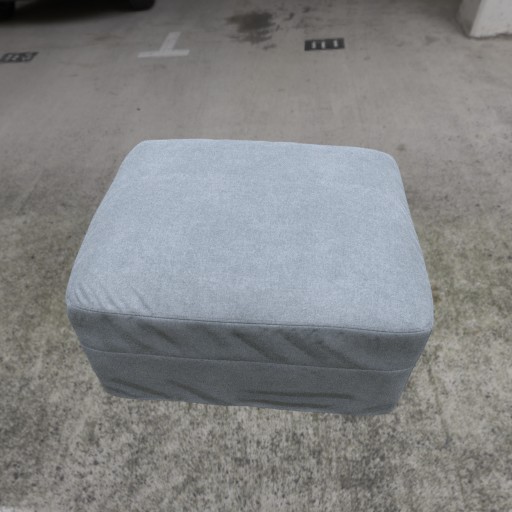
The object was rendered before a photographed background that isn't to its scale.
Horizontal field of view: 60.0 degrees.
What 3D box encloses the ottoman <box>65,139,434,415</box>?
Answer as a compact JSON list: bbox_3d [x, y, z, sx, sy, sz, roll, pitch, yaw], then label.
[{"bbox_3d":[0.000,0.000,1.245,0.837,0.481,0.683,3,46,3],"label":"ottoman"}]
